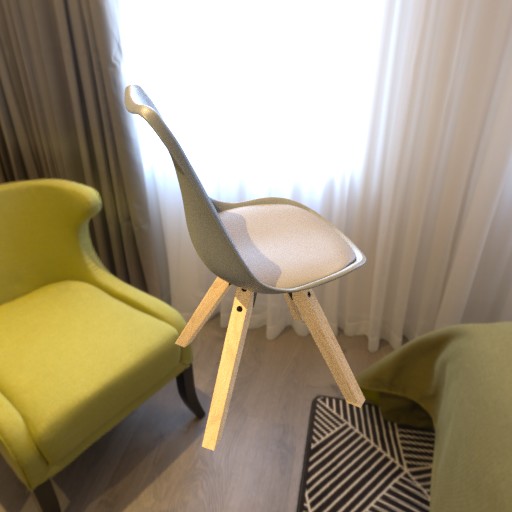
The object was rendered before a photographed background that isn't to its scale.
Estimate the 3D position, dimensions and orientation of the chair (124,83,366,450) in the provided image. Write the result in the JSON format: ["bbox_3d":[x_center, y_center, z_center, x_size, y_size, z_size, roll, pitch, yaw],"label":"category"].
[{"bbox_3d":[0.000,0.000,1.169,0.550,0.850,0.485,-10,32,-16],"label":"chair"}]
